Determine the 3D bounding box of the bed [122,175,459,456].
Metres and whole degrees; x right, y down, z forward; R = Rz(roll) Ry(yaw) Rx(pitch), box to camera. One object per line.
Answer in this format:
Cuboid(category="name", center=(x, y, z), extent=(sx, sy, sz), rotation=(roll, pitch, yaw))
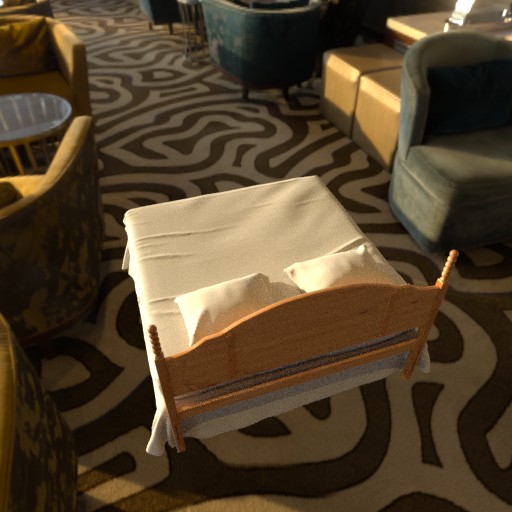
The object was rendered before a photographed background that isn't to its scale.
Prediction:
Cuboid(category="bed", center=(0.000, 0.000, 3.708), extent=(2.322, 1.355, 2.219), rotation=(-13, 43, -14))
